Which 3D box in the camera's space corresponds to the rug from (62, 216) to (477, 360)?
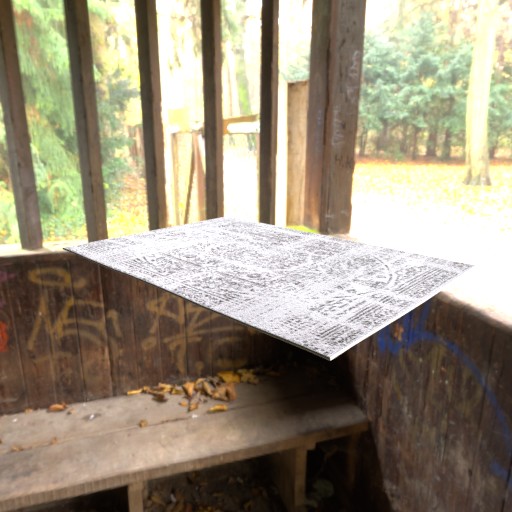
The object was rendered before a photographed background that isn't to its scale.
[{"bbox_3d":[0.000,0.000,3.138,2.438,0.026,1.706,15,22,41],"label":"rug"}]
